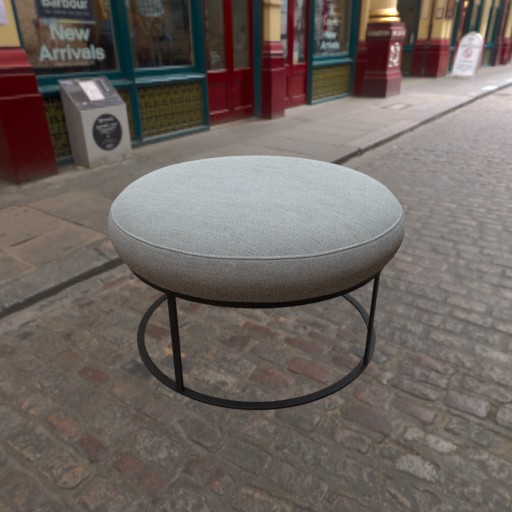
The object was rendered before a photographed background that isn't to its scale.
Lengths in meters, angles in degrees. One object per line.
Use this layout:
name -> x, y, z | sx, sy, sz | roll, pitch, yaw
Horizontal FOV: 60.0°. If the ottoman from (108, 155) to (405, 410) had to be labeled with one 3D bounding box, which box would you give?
ottoman -> 0.000, 0.000, 1.253 | 0.769, 0.459, 0.769 | 0, 26, 0
